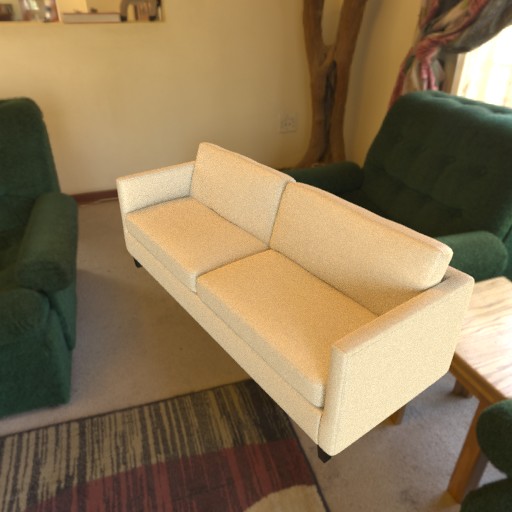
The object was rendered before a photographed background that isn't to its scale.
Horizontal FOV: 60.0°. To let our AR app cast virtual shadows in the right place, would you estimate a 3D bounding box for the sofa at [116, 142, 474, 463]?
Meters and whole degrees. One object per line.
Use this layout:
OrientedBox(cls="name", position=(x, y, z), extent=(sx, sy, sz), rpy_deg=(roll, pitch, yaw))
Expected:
OrientedBox(cls="sofa", position=(0.000, 0.000, 2.917), extent=(0.948, 0.965, 2.434), rpy_deg=(-20, 36, -31))
